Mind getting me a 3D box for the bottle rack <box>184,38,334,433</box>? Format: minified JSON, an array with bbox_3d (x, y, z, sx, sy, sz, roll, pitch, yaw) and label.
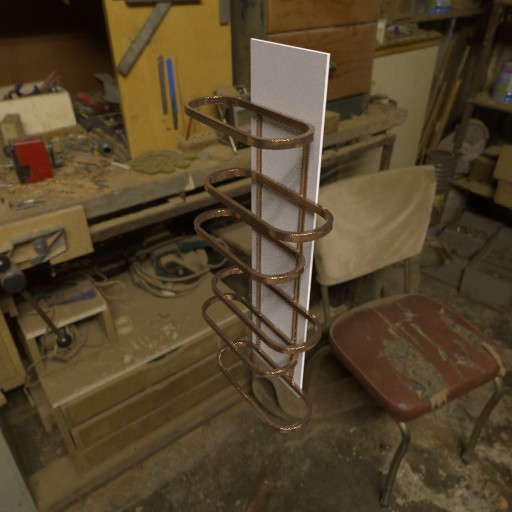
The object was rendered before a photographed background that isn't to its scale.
[{"bbox_3d":[0.000,0.000,0.829,0.118,0.709,0.332,-22,39,-29],"label":"bottle rack"}]
